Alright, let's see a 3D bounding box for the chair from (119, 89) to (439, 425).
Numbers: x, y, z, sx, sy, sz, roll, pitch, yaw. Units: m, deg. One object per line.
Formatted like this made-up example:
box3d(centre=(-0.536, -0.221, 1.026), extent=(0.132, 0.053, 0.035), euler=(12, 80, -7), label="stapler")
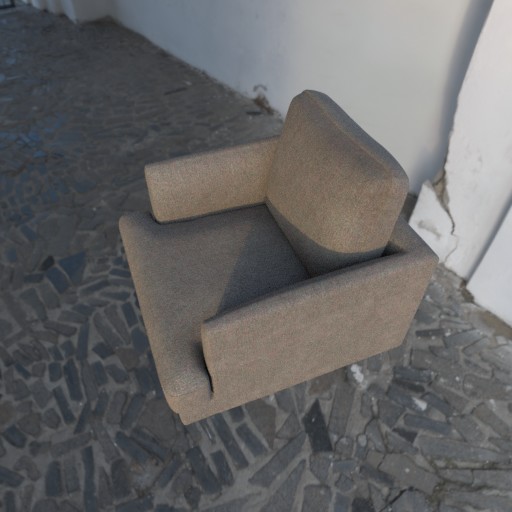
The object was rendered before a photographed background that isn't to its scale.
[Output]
box3d(centre=(0.000, 0.000, 1.651), extent=(0.899, 0.957, 0.858), euler=(-16, 49, -14), label="chair")
